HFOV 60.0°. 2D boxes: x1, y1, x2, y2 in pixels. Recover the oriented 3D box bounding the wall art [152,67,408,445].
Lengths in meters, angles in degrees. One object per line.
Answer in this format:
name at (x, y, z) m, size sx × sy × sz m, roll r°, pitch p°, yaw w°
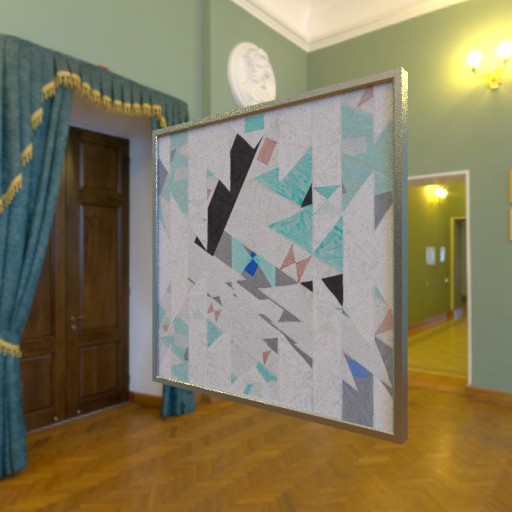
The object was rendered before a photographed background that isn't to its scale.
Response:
wall art at (0.000, 0.000, 1.203) m, size 0.806 × 0.806 × 0.038 m, roll 0°, pitch 0°, yaw 37°
